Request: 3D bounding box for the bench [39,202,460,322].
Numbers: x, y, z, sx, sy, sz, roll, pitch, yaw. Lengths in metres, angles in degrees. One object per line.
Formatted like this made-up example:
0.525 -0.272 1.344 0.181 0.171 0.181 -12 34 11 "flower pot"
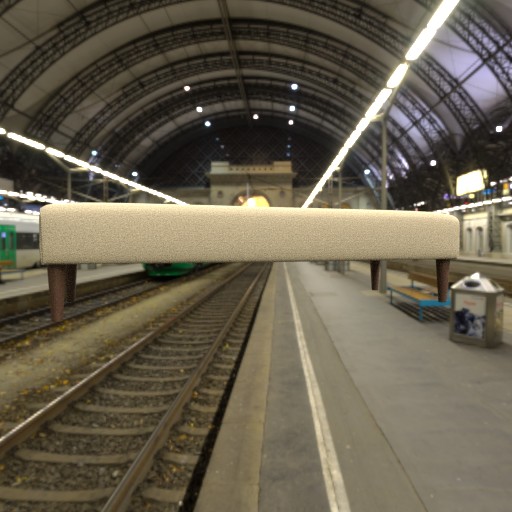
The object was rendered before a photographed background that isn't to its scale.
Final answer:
0.000 0.000 1.896 1.609 0.393 0.646 -1 2 -18 "bench"
